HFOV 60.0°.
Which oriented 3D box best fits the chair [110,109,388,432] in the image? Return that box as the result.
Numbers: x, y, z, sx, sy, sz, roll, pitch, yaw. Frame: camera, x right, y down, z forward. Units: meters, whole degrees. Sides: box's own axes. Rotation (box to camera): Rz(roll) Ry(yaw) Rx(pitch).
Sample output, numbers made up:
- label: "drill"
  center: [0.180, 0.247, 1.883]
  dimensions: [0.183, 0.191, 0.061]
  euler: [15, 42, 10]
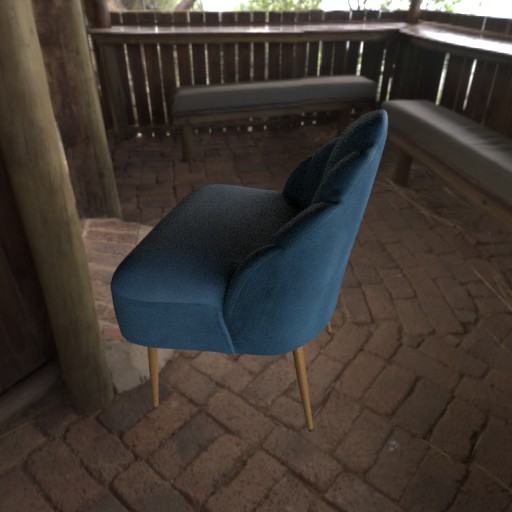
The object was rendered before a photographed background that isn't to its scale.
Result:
- label: "chair"
  center: [0.000, 0.000, 1.235]
  dimensions: [0.599, 0.819, 0.657]
  euler: [8, 32, 13]
